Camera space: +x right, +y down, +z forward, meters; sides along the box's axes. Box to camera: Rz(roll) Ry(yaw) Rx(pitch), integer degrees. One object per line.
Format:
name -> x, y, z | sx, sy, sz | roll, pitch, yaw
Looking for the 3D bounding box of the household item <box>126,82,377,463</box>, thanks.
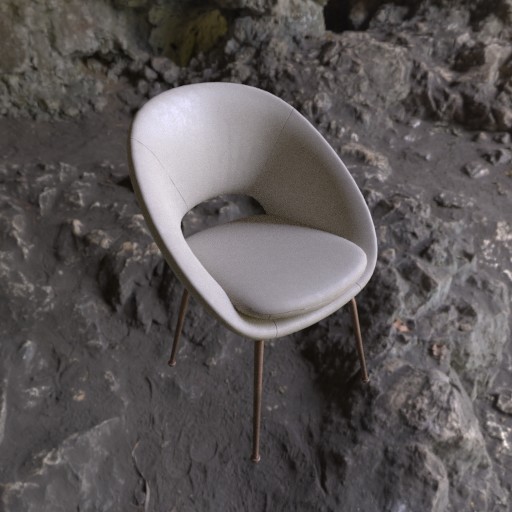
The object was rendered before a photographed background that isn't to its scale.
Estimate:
household item -> 0.000, 0.000, 1.254 | 0.623, 0.852, 0.573 | -22, 37, -32
